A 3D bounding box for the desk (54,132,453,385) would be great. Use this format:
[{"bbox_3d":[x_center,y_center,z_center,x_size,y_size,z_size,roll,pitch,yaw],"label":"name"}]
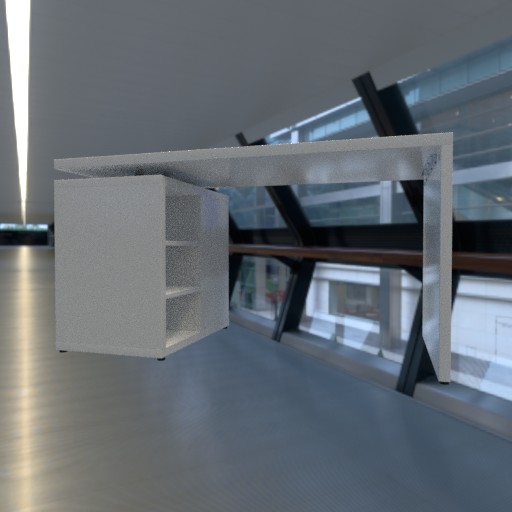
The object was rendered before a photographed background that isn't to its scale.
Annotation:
[{"bbox_3d":[0.000,0.000,1.824,1.400,0.740,0.690,0,1,17],"label":"desk"}]
